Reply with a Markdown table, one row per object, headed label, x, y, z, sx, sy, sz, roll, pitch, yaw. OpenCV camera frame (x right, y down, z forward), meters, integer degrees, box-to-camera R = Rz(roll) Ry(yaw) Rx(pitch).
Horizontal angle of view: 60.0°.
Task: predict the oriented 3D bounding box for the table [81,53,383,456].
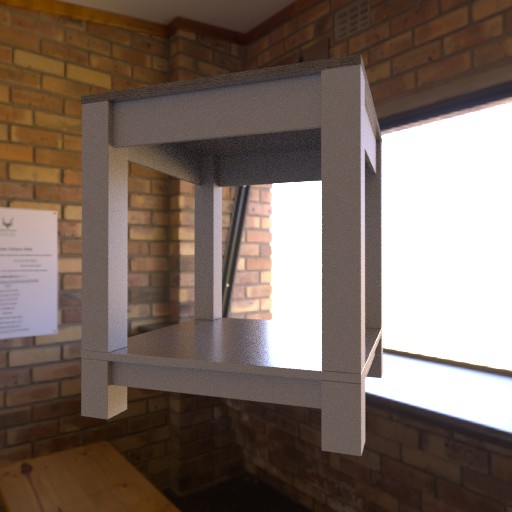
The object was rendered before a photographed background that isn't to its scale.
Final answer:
| label | x | y | z | sx | sy | sz | roll | pitch | yaw |
| --- | --- | --- | --- | --- | --- | --- | --- | --- | --- |
| table | 0.000 | 0.000 | 0.968 | 0.504 | 0.587 | 0.506 | 0 | 0 | 19 |
